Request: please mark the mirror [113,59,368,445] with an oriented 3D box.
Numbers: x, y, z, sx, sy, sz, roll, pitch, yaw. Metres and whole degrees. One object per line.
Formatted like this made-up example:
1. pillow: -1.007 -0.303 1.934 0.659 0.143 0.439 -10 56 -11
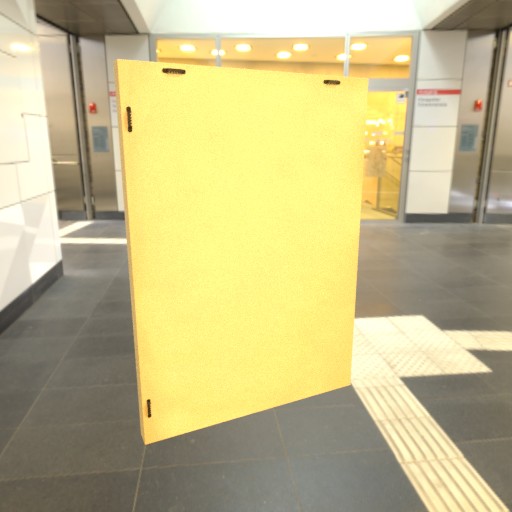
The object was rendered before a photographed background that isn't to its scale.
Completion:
1. mirror: 0.000 0.000 0.913 0.507 0.710 0.040 -7 16 -25
